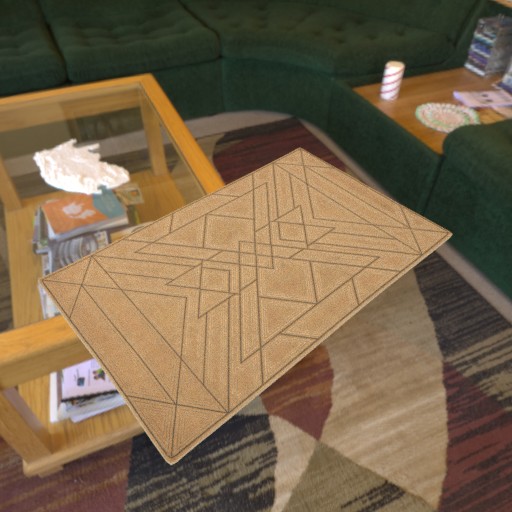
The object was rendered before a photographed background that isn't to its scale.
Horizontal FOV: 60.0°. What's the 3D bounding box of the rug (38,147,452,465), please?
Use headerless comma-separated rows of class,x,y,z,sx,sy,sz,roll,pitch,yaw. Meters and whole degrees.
rug,0.000,0.000,3.076,2.459,0.023,1.575,-32,53,-28
